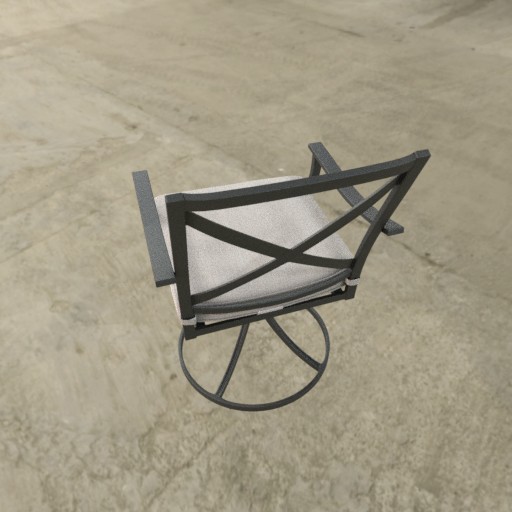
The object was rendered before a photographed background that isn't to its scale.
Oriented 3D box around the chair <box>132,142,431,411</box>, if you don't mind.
[{"bbox_3d":[0.000,0.000,1.260,0.575,0.889,0.620,-12,44,-13],"label":"chair"}]
